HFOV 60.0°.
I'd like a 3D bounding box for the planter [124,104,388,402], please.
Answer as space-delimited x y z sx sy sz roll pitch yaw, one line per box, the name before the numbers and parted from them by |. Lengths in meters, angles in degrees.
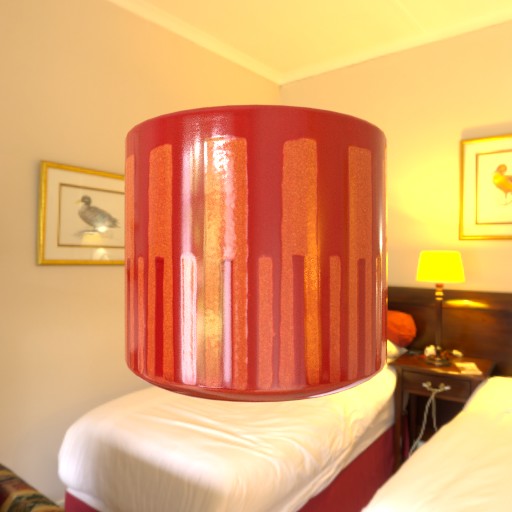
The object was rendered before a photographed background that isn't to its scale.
planter | 0.000 0.000 0.404 0.230 0.202 0.230 0 0 0
